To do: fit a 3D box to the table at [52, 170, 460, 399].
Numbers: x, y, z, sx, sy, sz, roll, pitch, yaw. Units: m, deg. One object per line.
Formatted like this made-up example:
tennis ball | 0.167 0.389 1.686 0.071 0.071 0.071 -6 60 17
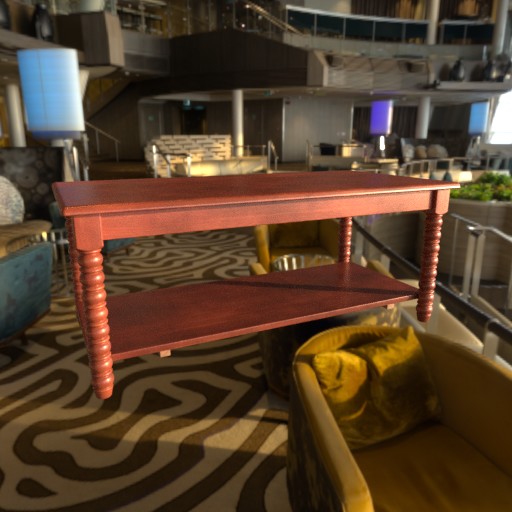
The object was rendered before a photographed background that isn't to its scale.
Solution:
table | 0.000 0.000 1.470 1.171 0.485 0.580 -7 17 -25
